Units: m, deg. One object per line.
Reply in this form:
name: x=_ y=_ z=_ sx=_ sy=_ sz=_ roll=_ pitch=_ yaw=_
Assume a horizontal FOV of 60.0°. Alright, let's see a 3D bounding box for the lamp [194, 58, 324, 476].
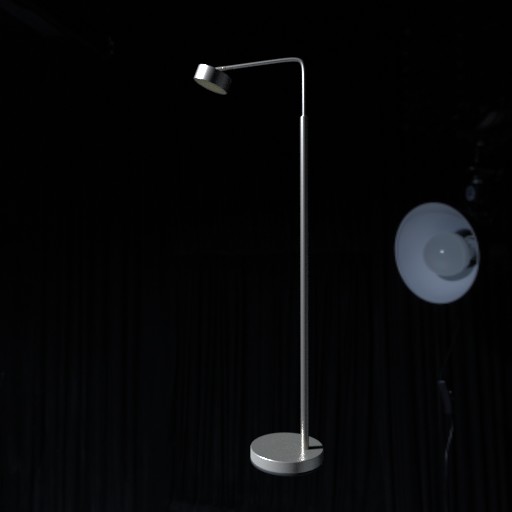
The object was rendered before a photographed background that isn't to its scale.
lamp: x=0.000 y=0.000 z=1.404 sx=0.421 sy=1.250 sz=0.222 roll=0 pitch=-1 yaw=17
